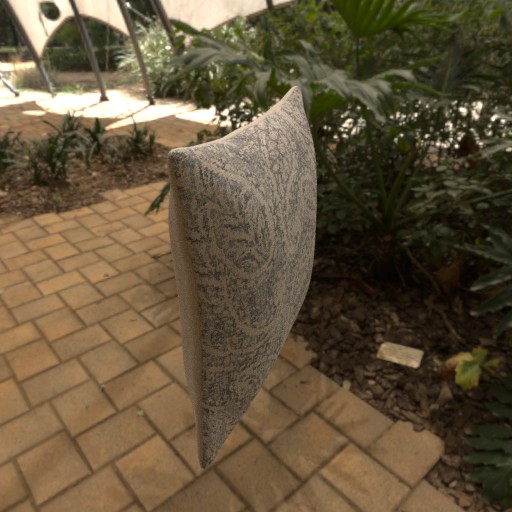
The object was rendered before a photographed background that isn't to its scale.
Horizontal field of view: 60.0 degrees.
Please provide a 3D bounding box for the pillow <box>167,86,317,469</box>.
[{"bbox_3d":[0.000,0.000,0.796,0.166,0.510,0.523,10,30,17],"label":"pillow"}]
